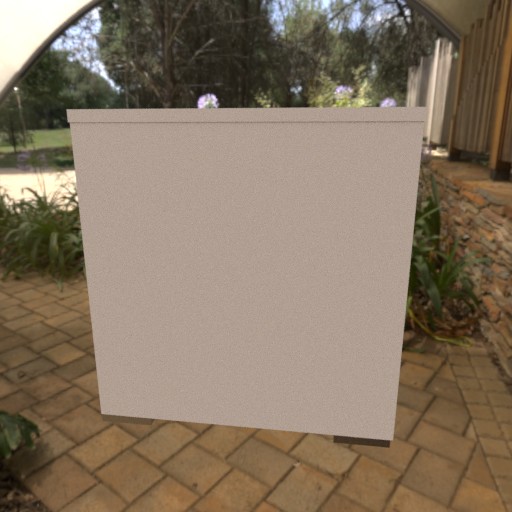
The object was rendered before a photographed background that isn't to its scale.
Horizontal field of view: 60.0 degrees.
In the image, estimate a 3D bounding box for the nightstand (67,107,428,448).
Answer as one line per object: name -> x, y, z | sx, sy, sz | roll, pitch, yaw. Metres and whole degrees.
nightstand -> 0.000, 0.000, 0.751 | 0.441, 0.460, 0.325 | 2, 16, 8
